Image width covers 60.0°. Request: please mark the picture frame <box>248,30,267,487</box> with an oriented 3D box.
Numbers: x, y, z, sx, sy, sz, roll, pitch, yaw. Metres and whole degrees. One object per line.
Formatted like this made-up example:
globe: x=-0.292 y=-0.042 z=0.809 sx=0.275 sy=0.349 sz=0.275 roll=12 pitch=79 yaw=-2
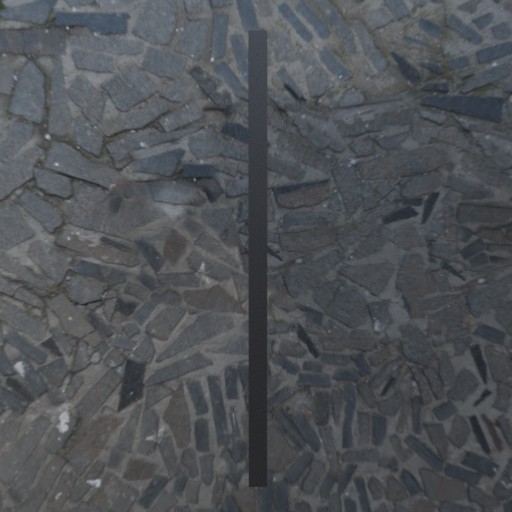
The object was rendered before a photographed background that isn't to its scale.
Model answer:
picture frame: x=0.000 y=0.000 z=1.138 sx=0.032 sy=0.775 sz=0.775 roll=0 pitch=91 yaw=0
